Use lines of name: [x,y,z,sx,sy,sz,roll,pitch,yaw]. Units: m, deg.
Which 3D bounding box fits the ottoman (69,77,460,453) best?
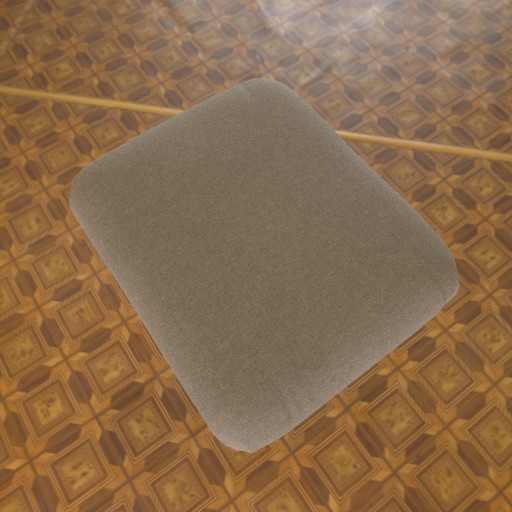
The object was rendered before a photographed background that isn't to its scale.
ottoman: [0.000,0.000,1.105,0.622,0.450,0.747,-33,69,-14]
